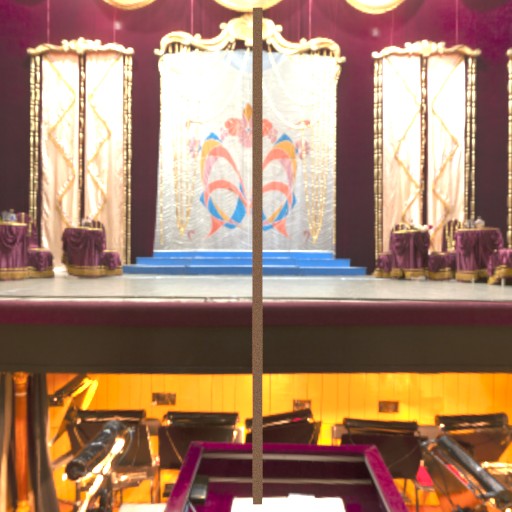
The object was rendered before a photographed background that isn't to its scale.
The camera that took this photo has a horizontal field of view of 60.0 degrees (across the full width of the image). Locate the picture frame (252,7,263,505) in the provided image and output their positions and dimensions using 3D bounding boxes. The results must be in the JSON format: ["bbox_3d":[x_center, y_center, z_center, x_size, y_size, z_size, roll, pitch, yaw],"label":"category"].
[{"bbox_3d":[0.000,0.000,0.814,0.013,0.657,0.457,0,0,-1],"label":"picture frame"}]
